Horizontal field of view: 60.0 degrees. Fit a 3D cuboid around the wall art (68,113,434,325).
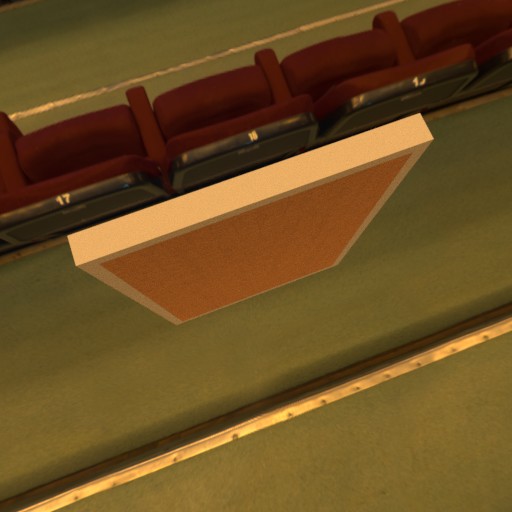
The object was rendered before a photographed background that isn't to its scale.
[{"bbox_3d":[0.000,0.000,0.549,0.293,0.428,0.025,-20,76,-5],"label":"wall art"}]
